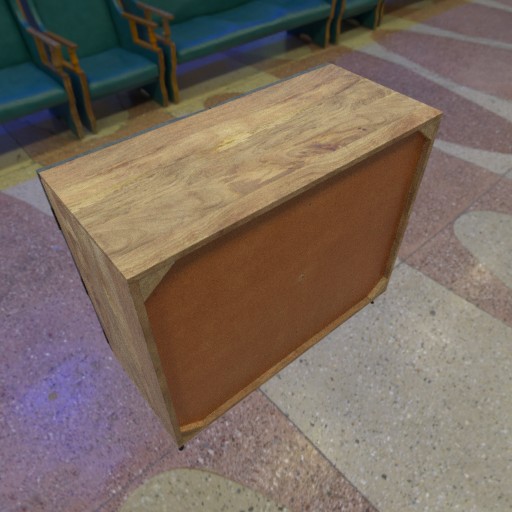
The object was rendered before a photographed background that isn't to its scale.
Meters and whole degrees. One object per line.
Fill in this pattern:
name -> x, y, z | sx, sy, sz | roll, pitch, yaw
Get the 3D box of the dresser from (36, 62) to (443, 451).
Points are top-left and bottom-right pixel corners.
dresser -> 0.000, 0.000, 1.414 | 0.967, 0.847, 0.446 | -30, 53, -27
